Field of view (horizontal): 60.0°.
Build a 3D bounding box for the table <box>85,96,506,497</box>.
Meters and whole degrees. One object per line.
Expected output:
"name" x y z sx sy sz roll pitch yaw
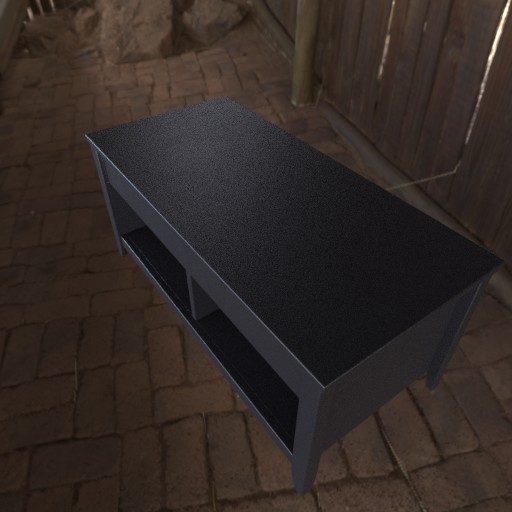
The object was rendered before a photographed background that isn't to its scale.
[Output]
"table" 0.000 0.000 1.226 0.483 0.457 1.016 -26 48 -26
